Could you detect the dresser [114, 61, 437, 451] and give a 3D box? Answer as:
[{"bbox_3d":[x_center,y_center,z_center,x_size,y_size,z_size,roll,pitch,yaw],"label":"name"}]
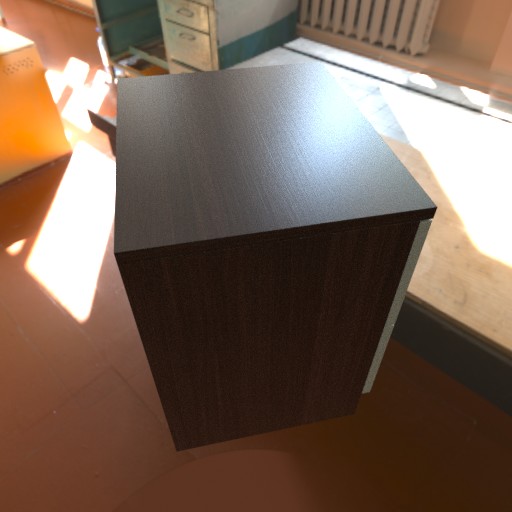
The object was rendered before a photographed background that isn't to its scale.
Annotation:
[{"bbox_3d":[0.000,0.000,0.749,0.360,0.470,0.400,-9,45,-9],"label":"dresser"}]
